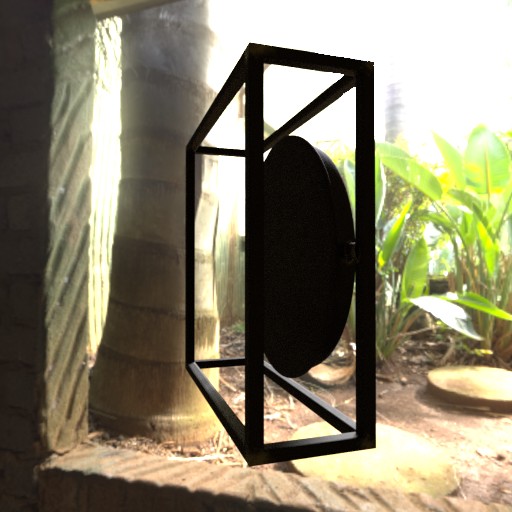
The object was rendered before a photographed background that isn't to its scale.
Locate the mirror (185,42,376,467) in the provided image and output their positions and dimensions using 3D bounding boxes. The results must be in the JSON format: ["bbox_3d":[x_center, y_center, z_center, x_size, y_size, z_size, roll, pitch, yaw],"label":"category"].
[{"bbox_3d":[0.000,0.000,0.478,0.107,0.303,0.306,0,-1,-18],"label":"mirror"}]
